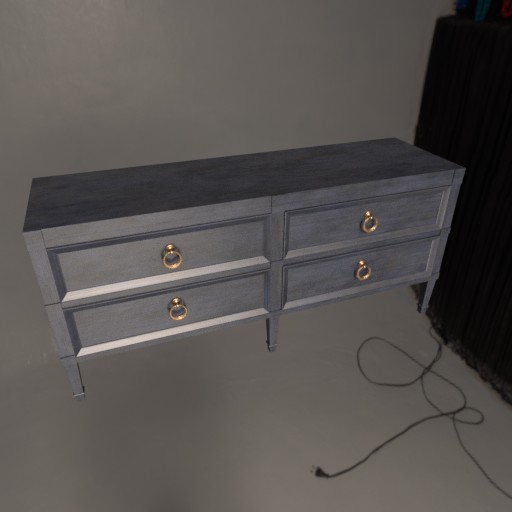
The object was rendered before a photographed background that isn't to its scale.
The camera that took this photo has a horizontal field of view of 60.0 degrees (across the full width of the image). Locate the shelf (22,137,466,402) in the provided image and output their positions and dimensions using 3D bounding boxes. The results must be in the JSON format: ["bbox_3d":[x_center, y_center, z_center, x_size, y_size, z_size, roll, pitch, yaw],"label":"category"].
[{"bbox_3d":[0.000,0.000,1.853,1.575,0.719,0.479,-11,32,-17],"label":"shelf"}]
